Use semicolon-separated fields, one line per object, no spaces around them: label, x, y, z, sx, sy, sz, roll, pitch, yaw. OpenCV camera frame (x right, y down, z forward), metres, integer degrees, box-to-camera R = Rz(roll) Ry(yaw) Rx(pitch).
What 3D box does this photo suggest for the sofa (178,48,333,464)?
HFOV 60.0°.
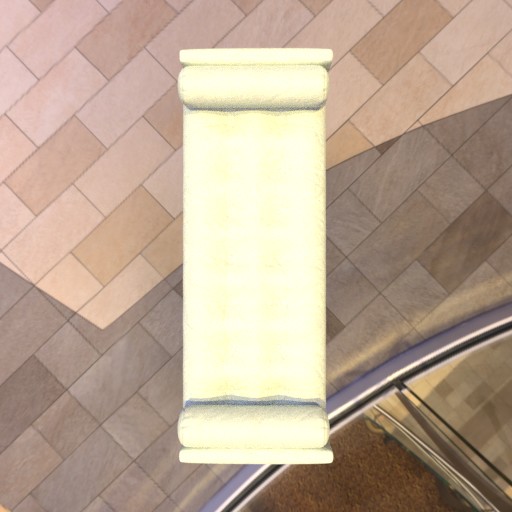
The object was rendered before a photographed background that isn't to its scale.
sofa;0.000;0.000;2.510;0.796;0.705;2.102;0;90;1
